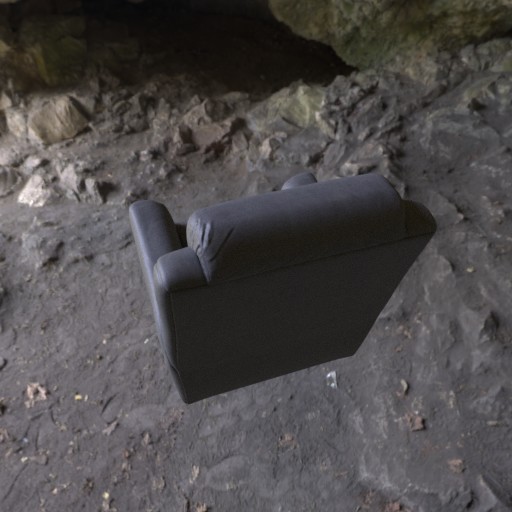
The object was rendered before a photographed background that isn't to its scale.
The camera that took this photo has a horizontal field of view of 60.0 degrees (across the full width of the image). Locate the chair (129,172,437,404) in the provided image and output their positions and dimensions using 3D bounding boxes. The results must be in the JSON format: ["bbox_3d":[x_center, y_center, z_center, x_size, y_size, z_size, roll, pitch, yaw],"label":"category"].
[{"bbox_3d":[0.000,0.000,1.910,0.967,1.116,1.068,-13,43,-14],"label":"chair"}]
